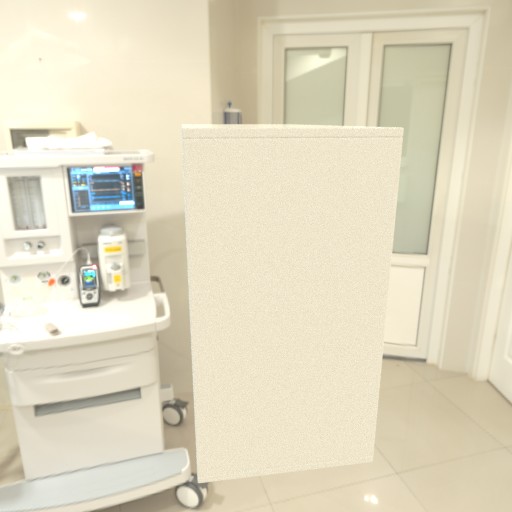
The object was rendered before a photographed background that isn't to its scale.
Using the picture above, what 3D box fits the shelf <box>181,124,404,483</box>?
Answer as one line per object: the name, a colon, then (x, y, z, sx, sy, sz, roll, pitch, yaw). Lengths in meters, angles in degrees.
shelf: (0.000, 0.000, 1.295, 0.396, 0.732, 0.895, -3, 17, -9)
